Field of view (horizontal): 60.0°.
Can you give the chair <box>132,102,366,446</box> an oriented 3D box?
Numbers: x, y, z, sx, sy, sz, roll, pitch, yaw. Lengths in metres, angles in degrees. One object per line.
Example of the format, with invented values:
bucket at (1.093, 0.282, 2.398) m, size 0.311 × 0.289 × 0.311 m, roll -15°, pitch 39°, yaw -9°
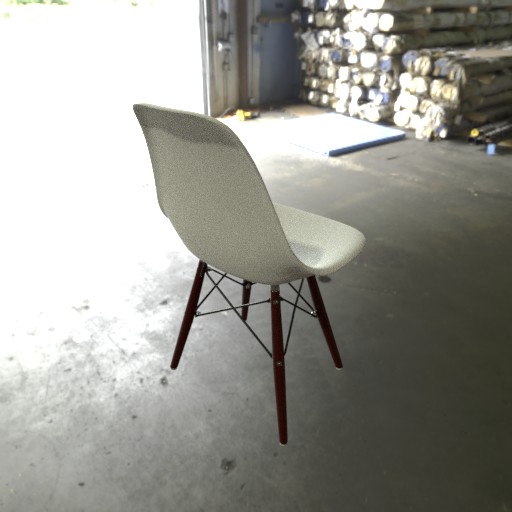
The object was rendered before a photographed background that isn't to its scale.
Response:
chair at (0.000, 0.000, 1.139) m, size 0.470 × 0.826 × 0.533 m, roll 21°, pitch 36°, yaw 32°
